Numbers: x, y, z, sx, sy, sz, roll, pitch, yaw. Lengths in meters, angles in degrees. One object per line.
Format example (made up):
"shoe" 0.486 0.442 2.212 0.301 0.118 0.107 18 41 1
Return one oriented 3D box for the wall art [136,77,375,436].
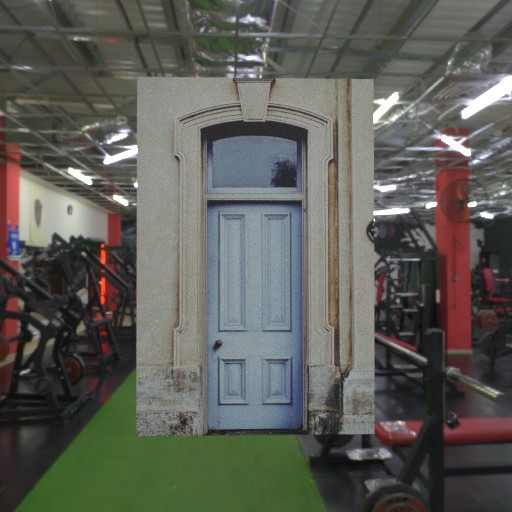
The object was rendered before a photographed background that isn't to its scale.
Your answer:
"wall art" 0.000 0.000 0.966 0.508 0.764 0.038 0 -1 -1
